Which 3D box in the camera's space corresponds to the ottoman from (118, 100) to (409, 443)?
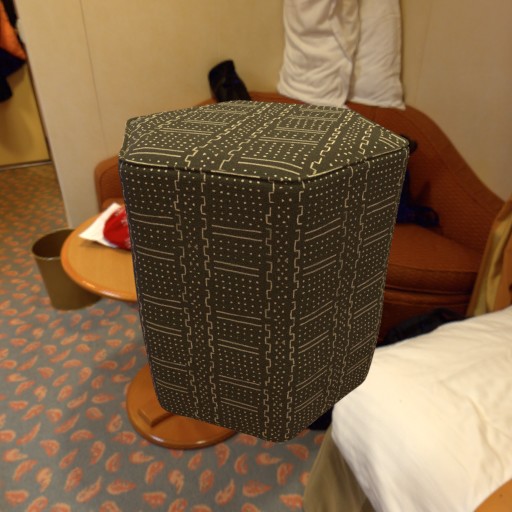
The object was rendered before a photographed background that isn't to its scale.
[{"bbox_3d":[0.000,0.000,0.852,0.494,0.502,0.443,10,31,16],"label":"ottoman"}]
